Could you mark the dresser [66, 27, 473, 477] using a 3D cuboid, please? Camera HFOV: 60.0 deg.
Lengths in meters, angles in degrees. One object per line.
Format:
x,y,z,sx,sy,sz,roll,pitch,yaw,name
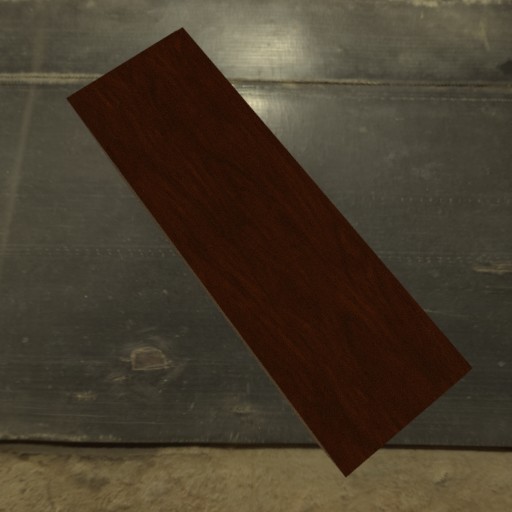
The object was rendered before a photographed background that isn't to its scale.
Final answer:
0.000,0.000,1.821,0.500,0.889,1.472,-36,78,-9,dresser
